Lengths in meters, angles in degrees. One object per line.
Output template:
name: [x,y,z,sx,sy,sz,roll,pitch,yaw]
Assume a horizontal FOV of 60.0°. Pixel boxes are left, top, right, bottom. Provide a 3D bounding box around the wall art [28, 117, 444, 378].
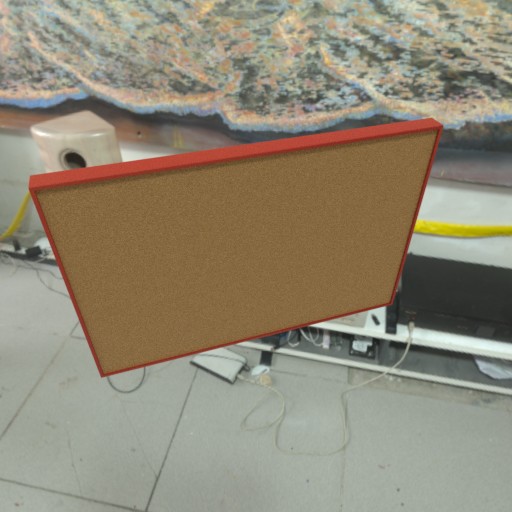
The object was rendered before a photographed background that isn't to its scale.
wall art: [0.000,0.000,0.765,0.607,0.405,0.033,-12,42,-13]
